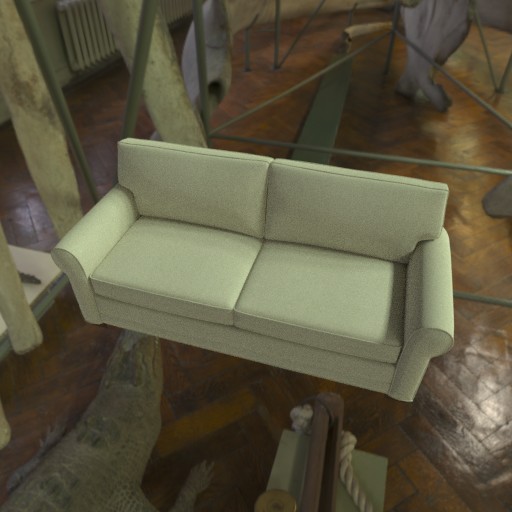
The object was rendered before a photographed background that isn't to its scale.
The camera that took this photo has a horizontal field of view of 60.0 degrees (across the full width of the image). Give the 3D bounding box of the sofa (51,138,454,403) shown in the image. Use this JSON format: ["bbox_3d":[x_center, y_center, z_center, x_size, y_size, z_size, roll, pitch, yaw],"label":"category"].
[{"bbox_3d":[0.000,0.000,2.624,2.146,0.962,0.901,11,42,13],"label":"sofa"}]
